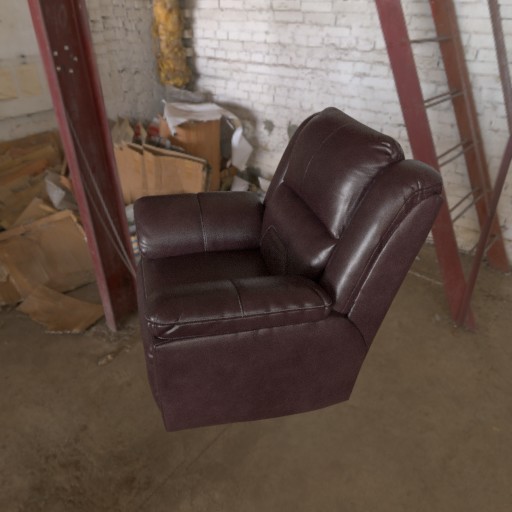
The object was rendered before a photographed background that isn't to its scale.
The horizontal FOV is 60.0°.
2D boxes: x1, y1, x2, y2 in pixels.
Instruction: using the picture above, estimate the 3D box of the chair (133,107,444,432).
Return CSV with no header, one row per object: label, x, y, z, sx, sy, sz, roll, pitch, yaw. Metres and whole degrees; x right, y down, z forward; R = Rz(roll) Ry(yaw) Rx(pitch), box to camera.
chair,0.000,0.000,1.896,1.041,1.093,0.990,-8,32,-13
